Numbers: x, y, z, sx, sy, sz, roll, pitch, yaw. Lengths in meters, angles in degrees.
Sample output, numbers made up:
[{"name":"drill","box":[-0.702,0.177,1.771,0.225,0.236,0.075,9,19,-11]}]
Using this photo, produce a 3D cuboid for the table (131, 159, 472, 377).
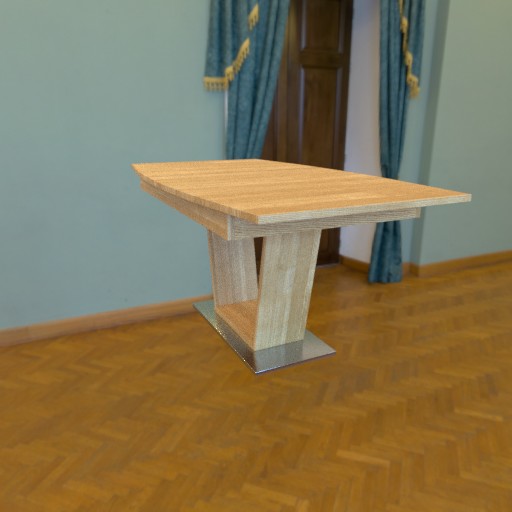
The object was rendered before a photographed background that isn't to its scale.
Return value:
[{"name":"table","box":[0.000,0.000,2.067,0.900,0.748,1.598,-8,19,-25]}]
